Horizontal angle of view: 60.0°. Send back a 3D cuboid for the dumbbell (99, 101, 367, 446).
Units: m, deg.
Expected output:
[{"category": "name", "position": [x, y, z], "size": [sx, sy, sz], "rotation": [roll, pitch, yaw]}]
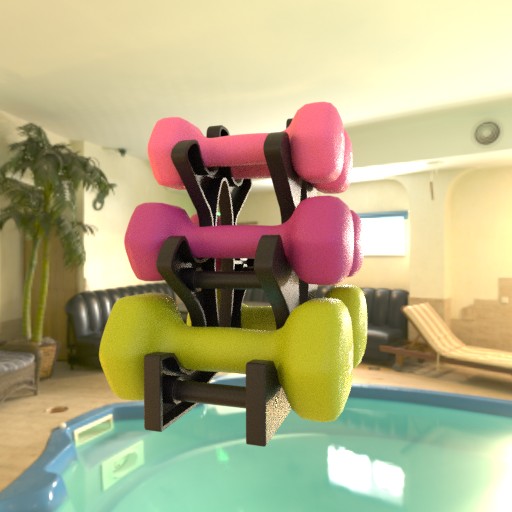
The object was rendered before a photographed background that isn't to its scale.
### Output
[{"category": "dumbbell", "position": [0.000, 0.000, 0.439], "size": [0.203, 0.261, 0.257], "rotation": [0, 0, 18]}]
